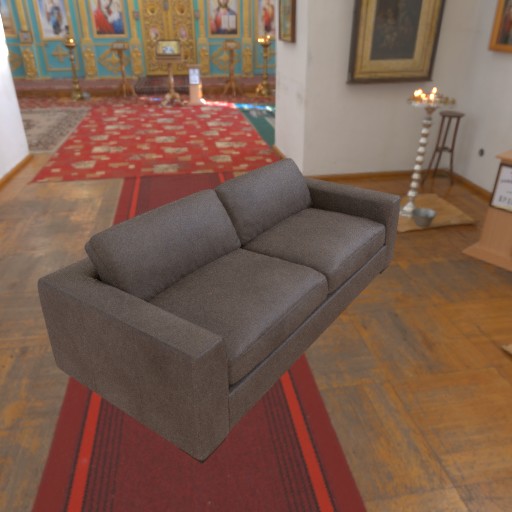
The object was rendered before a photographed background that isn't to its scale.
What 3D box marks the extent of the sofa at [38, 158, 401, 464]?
[{"bbox_3d":[0.000,0.000,2.774,1.070,0.801,2.262,18,32,31],"label":"sofa"}]
